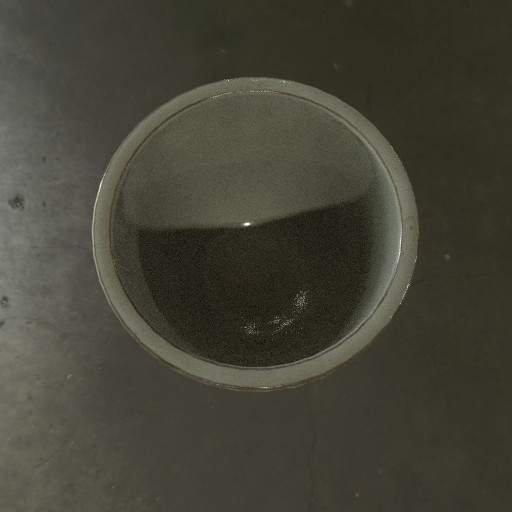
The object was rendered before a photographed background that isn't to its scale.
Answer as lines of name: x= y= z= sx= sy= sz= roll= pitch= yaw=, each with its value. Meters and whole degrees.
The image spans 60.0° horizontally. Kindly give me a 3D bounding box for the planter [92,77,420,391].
planter: x=0.000 y=0.000 z=0.247 sx=0.139 sy=0.130 sz=0.139 roll=0 pitch=76 yaw=0
